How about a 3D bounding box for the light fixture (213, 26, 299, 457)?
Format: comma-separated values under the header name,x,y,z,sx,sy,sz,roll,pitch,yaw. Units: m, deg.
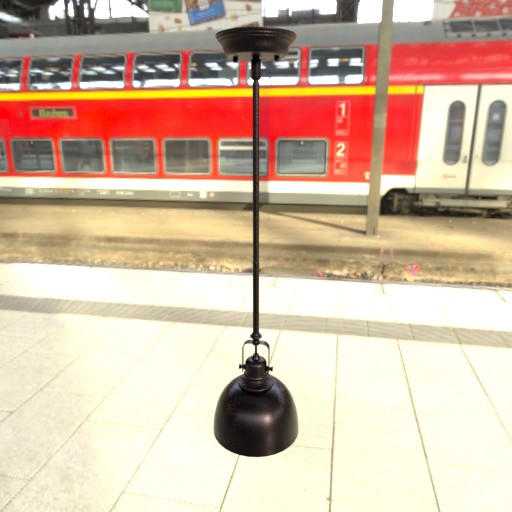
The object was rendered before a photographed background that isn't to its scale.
name,x,y,z,sx,sy,sz,roll,pitch,yaw
light fixture,0.000,0.000,0.848,0.182,0.768,0.182,2,16,9
